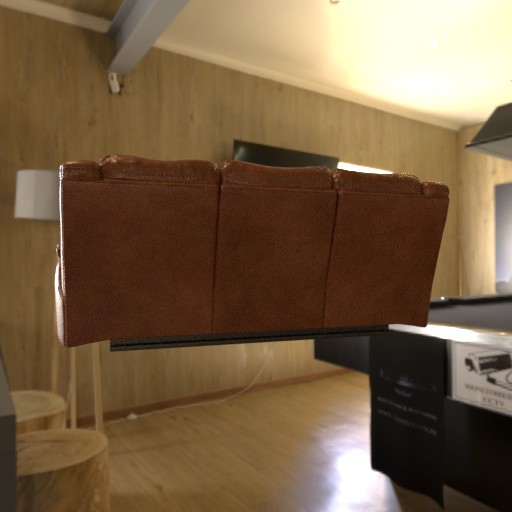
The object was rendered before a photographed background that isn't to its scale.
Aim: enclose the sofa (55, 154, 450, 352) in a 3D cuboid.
[{"bbox_3d":[0.000,0.000,2.847,2.337,1.043,0.991,0,0,-18],"label":"sofa"}]
